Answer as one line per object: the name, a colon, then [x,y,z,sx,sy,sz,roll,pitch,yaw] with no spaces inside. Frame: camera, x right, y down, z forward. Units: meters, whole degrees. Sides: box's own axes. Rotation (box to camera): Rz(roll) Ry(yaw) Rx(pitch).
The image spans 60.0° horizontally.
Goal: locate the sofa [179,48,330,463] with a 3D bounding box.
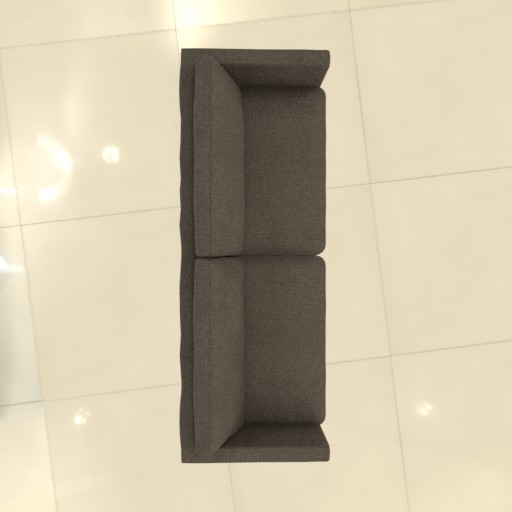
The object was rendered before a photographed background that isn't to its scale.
sofa: [0.000,0.000,3.269,1.036,0.998,2.779,0,90,-2]
